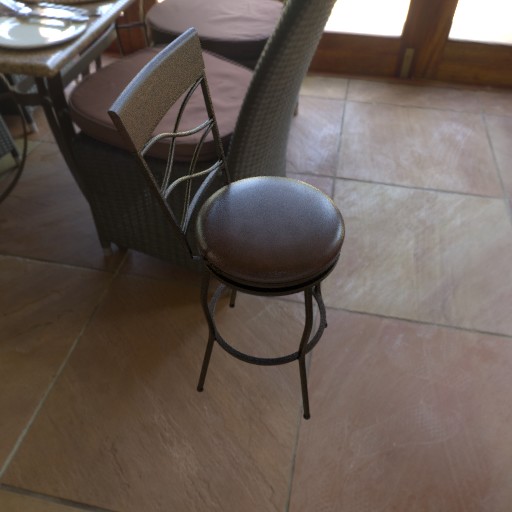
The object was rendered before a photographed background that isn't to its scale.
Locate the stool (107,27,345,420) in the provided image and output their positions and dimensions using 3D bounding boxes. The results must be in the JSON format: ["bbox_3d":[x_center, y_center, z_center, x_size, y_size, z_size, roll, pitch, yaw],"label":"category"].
[{"bbox_3d":[0.000,0.000,1.361,0.513,1.130,0.448,11,47,10],"label":"stool"}]
